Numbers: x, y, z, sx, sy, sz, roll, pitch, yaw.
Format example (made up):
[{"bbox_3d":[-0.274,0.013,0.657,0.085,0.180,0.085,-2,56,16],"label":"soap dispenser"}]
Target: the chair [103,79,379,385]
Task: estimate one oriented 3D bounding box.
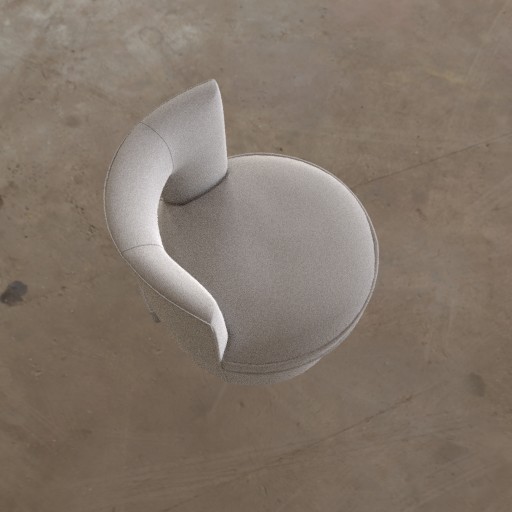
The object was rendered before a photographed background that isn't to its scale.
[{"bbox_3d":[0.000,0.000,1.248,0.665,0.723,0.650,-1,64,-1],"label":"chair"}]
